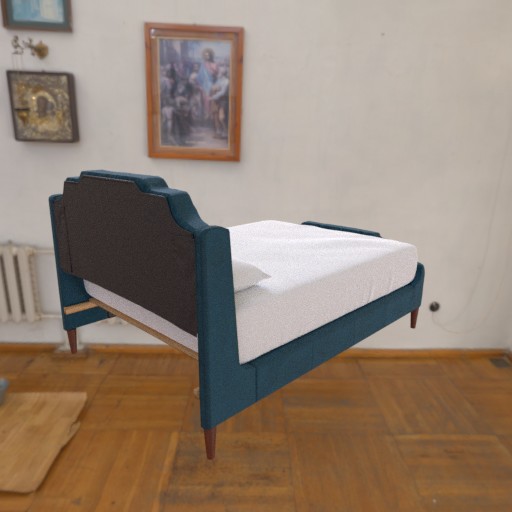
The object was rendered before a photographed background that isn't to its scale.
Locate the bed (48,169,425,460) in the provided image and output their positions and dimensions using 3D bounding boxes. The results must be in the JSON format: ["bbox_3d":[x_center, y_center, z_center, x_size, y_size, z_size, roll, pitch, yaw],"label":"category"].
[{"bbox_3d":[0.000,0.000,3.333,1.676,1.351,2.322,14,21,43],"label":"bed"}]
